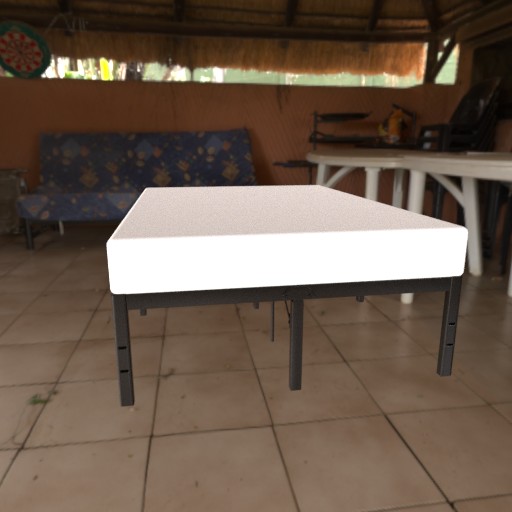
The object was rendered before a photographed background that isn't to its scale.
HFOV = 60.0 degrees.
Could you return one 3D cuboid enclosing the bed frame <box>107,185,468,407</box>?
[{"bbox_3d":[0.000,0.000,2.665,1.408,0.659,1.956,-2,14,-9],"label":"bed frame"}]
